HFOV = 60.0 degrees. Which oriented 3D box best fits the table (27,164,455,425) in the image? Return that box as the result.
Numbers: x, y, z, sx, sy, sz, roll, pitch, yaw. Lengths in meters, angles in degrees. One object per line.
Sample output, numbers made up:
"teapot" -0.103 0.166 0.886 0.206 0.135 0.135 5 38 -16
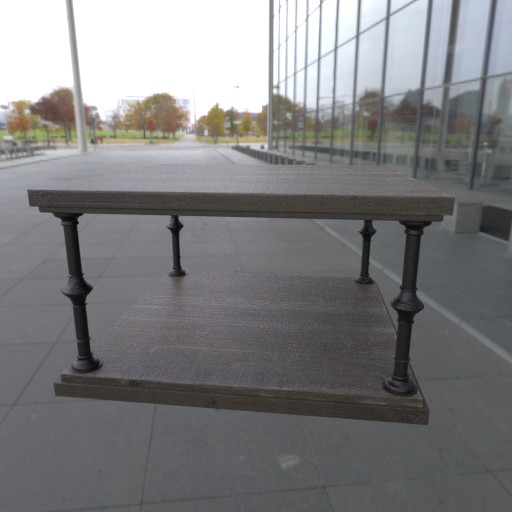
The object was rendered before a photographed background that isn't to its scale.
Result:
"table" 0.000 0.000 1.098 0.696 0.400 0.696 2 15 7
